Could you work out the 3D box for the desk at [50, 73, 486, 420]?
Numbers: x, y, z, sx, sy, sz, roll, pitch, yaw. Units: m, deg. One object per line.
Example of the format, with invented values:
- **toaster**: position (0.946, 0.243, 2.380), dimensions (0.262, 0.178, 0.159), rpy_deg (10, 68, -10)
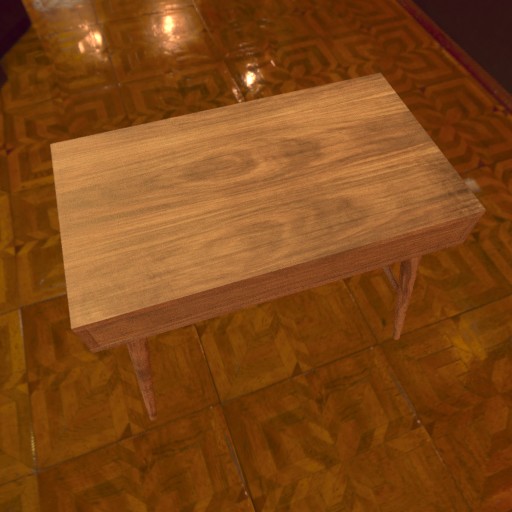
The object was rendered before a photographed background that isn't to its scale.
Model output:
- **desk**: position (0.000, 0.000, 1.414), dimensions (0.949, 0.758, 0.588), rpy_deg (-16, 59, -10)
